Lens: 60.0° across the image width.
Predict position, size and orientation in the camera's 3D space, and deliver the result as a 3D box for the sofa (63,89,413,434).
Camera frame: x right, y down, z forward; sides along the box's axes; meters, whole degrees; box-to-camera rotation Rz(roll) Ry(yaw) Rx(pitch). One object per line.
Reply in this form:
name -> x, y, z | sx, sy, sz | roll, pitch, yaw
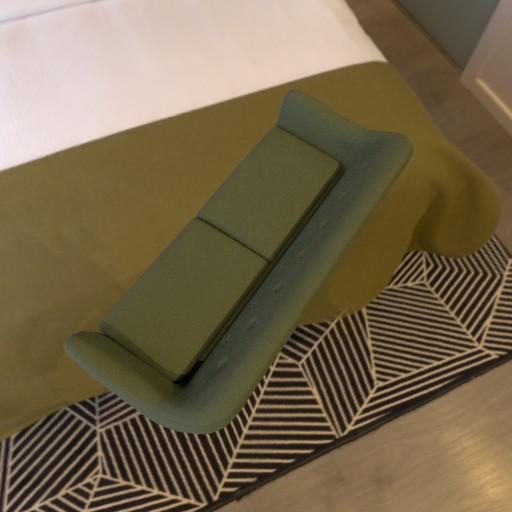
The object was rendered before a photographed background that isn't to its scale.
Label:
sofa -> 0.000, 0.000, 2.283 | 0.820, 0.836, 1.840 | 32, 68, 14
